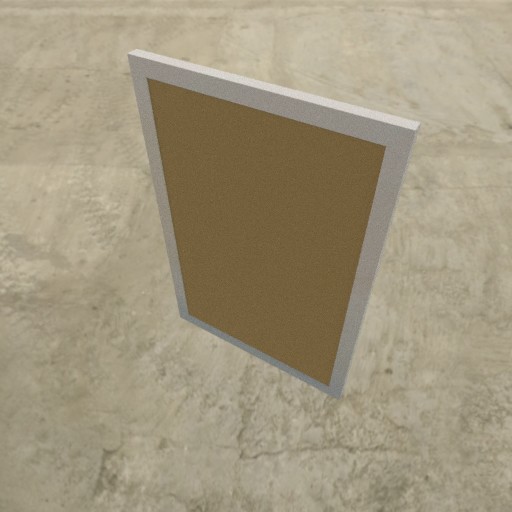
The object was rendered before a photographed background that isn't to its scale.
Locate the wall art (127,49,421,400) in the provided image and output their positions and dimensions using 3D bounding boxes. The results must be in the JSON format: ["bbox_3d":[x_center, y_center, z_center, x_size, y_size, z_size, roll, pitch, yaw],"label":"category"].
[{"bbox_3d":[0.000,0.000,1.439,0.764,1.143,0.038,23,50,21],"label":"wall art"}]
